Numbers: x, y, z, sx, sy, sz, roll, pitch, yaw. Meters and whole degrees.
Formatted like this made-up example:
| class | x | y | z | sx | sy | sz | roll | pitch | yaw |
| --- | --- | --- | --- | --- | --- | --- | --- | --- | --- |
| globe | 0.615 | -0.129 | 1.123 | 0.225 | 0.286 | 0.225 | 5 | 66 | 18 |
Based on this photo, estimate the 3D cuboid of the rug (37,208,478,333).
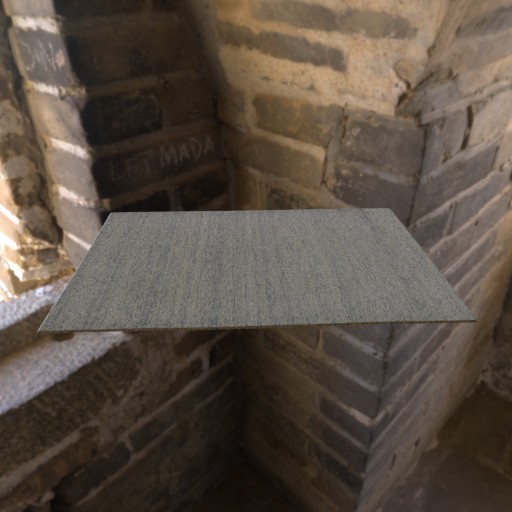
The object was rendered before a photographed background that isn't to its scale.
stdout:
| class | x | y | z | sx | sy | sz | roll | pitch | yaw |
| --- | --- | --- | --- | --- | --- | --- | --- | --- | --- |
| rug | 0.000 | 0.000 | 2.925 | 2.263 | 0.017 | 1.523 | -1 | 29 | -2 |
